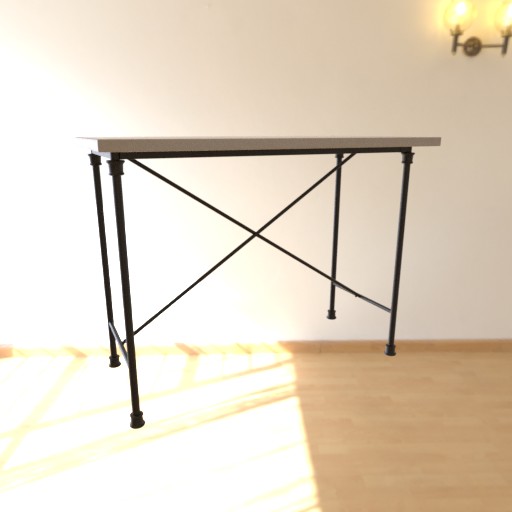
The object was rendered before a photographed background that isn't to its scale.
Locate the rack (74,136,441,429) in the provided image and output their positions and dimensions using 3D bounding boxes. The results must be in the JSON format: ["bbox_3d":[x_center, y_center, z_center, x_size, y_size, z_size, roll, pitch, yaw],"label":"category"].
[{"bbox_3d":[0.000,0.000,1.697,1.159,0.880,0.613,-8,17,-25],"label":"rack"}]
